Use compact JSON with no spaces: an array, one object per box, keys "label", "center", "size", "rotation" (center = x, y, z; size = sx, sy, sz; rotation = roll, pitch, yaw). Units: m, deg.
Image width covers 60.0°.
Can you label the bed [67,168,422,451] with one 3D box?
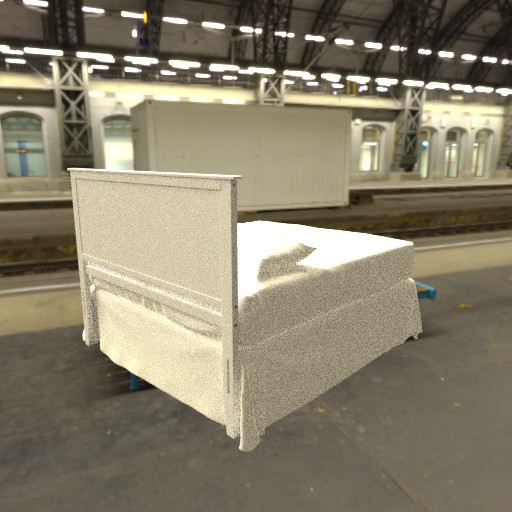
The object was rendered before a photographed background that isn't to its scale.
[{"label":"bed","center":[0.000,0.000,3.254],"size":[1.876,1.269,2.047],"rotation":[12,18,43]}]
